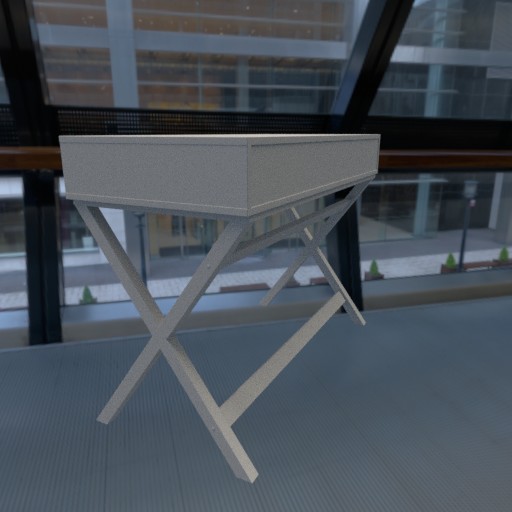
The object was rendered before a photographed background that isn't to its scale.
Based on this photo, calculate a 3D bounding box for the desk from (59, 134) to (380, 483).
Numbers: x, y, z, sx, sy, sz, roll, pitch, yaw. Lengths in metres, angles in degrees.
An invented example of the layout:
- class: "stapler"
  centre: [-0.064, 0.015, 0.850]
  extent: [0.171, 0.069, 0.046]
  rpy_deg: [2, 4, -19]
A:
- class: "desk"
  centre: [0.000, 0.000, 1.482]
  extent: [0.525, 0.780, 1.057]
  rpy_deg: [8, 18, 27]
